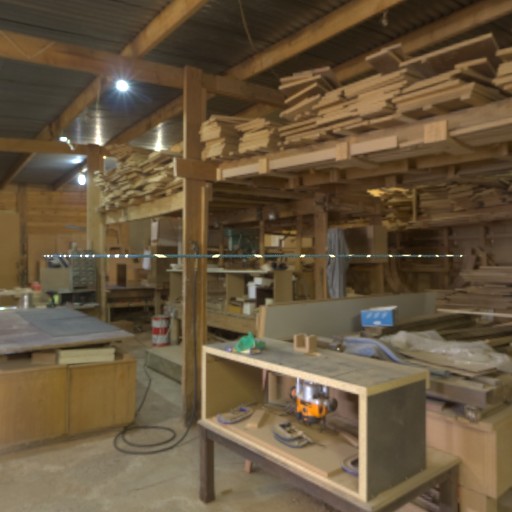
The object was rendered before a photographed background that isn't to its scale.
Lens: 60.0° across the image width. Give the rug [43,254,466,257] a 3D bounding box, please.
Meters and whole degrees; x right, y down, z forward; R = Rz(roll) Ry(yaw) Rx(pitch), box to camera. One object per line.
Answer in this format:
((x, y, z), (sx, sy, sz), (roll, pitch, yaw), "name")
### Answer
((0.000, 0.000, 2.740), (2.134, 0.010, 1.524), (0, 0, -37), "rug")
